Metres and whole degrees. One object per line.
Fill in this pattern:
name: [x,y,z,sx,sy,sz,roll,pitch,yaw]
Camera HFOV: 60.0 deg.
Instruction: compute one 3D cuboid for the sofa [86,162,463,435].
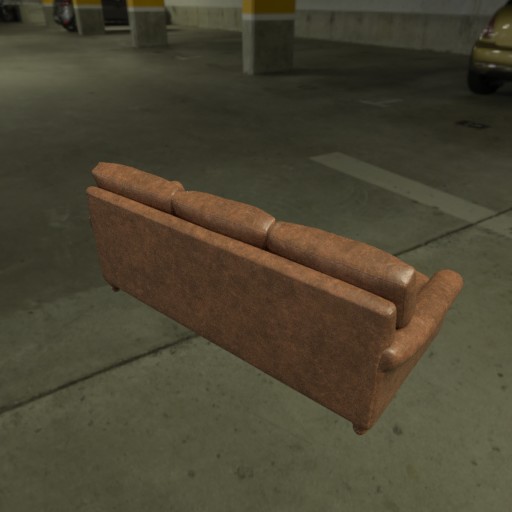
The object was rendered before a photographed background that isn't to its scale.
sofa: [0.000,0.000,2.839,2.351,0.977,0.973,22,37,33]
